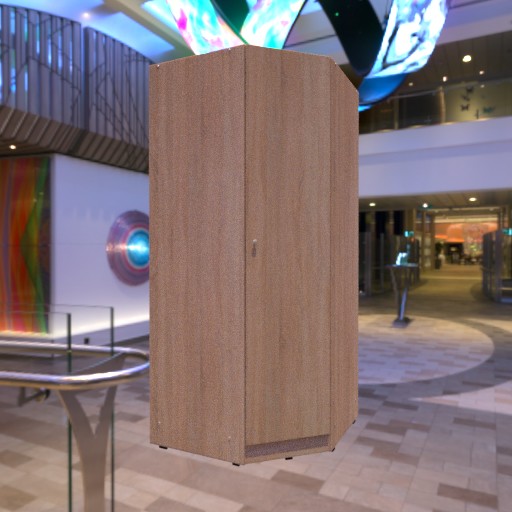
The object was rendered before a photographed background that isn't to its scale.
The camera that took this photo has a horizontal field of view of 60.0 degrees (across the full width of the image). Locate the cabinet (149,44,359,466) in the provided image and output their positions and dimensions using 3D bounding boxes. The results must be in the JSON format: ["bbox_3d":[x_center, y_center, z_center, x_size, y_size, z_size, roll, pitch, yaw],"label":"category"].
[{"bbox_3d":[0.000,0.000,2.788,1.327,2.120,1.094,0,1,-18],"label":"cabinet"}]
